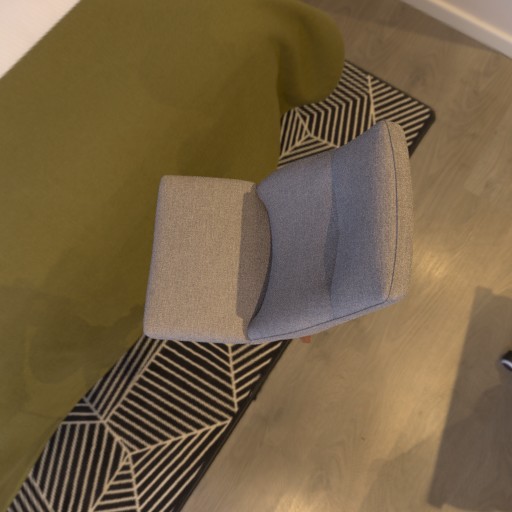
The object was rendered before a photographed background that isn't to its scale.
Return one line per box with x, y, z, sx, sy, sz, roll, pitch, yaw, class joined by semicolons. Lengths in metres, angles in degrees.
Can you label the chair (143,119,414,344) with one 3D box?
0.000;0.000;1.291;0.620;0.930;0.500;3;76;1;chair
